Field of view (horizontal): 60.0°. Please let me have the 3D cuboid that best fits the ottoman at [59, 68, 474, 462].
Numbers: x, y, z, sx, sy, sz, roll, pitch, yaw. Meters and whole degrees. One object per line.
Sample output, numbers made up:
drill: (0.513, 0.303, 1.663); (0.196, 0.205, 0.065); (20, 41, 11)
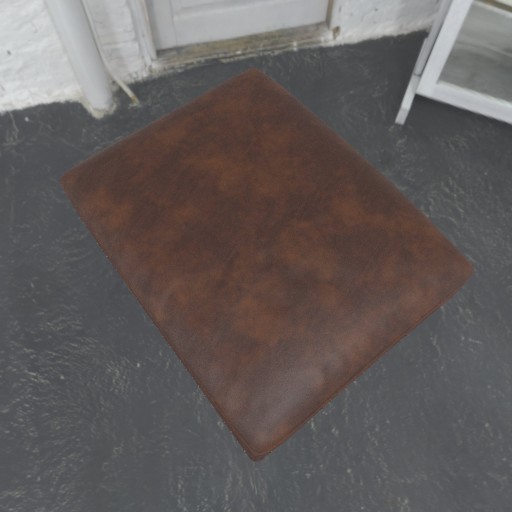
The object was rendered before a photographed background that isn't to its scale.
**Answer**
ottoman: (0.000, 0.000, 1.096); (0.586, 0.486, 0.742); (-35, 69, -15)
